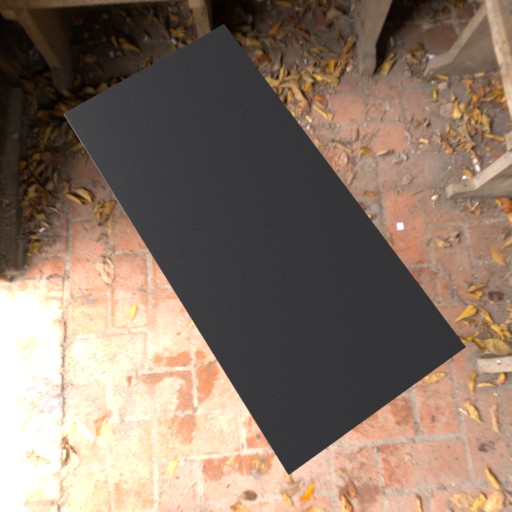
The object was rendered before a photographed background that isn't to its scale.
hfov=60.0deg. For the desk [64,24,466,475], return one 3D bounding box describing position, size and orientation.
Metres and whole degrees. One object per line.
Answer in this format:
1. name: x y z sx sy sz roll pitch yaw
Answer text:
1. desk: 0.000 0.000 1.488 0.525 0.780 1.057 -33 79 -7
